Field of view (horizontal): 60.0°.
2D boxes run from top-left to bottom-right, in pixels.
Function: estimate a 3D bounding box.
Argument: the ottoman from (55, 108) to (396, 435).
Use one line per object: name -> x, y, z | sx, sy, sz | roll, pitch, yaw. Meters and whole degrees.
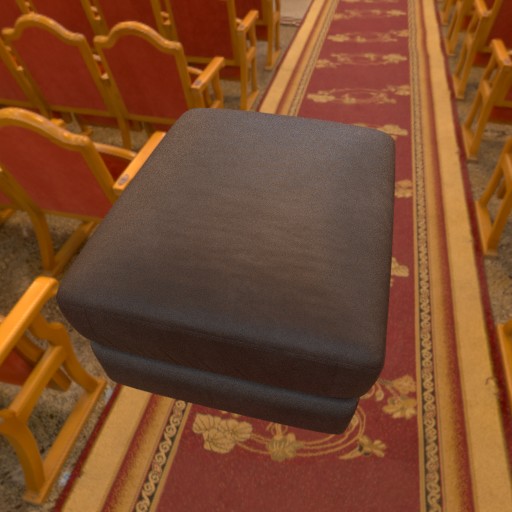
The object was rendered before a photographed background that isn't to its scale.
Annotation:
ottoman -> 0.000, 0.000, 1.228 | 0.670, 0.569, 0.806 | 10, 47, 10
